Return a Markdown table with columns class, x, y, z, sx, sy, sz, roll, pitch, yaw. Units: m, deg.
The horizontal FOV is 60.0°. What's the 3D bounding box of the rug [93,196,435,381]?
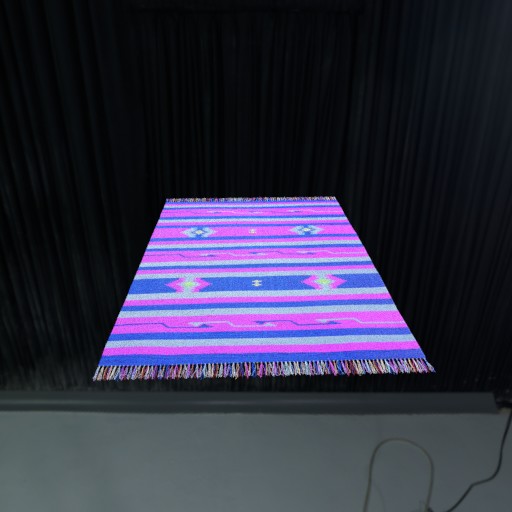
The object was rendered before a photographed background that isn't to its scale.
| class | x | y | z | sx | sy | sz | roll | pitch | yaw |
| --- | --- | --- | --- | --- | --- | --- | --- | --- | --- |
| rug | 0.000 | 0.000 | 3.004 | 1.539 | 0.013 | 2.350 | -1 | 27 | -2 |
